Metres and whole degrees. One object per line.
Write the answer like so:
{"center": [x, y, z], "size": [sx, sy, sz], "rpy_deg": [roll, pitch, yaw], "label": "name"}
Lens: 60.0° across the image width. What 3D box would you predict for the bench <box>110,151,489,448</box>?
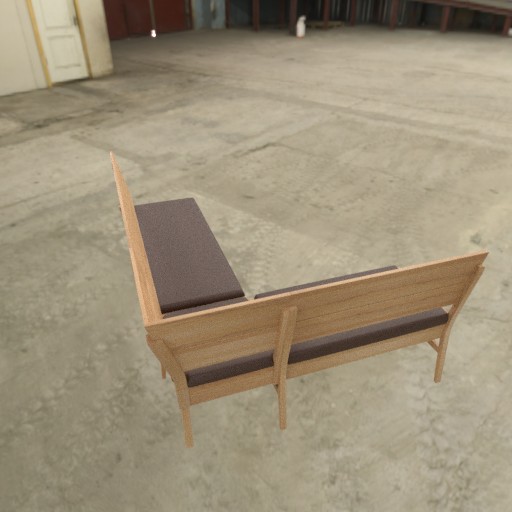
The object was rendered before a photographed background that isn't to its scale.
{"center": [0.000, 0.000, 2.802], "size": [1.549, 0.890, 1.975], "rpy_deg": [-11, 34, -17], "label": "bench"}
